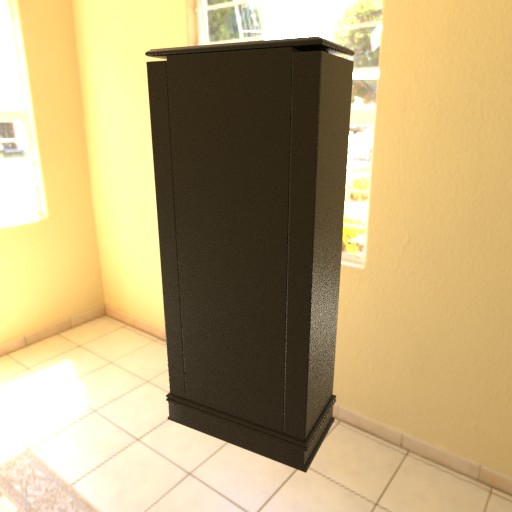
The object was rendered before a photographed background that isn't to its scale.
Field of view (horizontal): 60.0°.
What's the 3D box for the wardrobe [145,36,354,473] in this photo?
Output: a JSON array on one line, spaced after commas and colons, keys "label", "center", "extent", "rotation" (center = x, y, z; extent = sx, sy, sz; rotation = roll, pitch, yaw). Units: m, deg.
[{"label": "wardrobe", "center": [0.000, 0.000, 1.193], "extent": [0.444, 1.011, 0.295], "rotation": [9, 20, 26]}]
